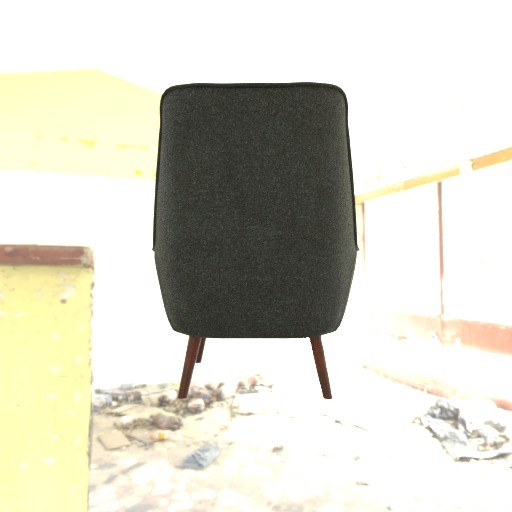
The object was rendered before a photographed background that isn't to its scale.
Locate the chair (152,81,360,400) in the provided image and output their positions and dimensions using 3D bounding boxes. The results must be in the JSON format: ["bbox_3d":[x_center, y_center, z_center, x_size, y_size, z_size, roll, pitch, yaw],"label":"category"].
[{"bbox_3d":[0.000,0.000,1.535,0.763,0.883,0.859,0,-2,1],"label":"chair"}]
